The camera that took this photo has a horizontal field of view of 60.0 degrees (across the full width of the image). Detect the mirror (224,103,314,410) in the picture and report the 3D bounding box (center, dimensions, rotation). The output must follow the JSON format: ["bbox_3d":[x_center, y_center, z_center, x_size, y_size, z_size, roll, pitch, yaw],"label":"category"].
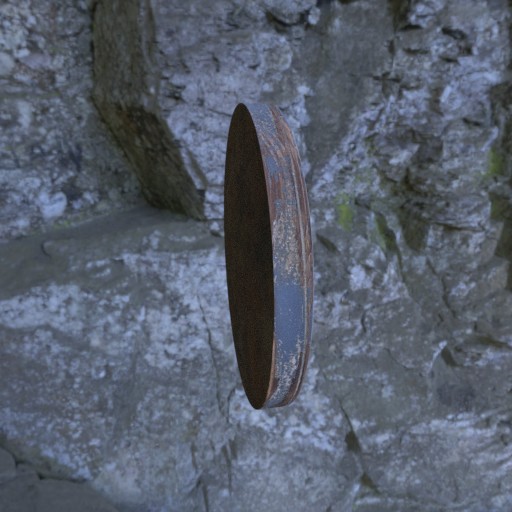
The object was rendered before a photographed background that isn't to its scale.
[{"bbox_3d":[0.000,0.000,0.897,0.061,0.585,0.585,-3,17,-10],"label":"mirror"}]
